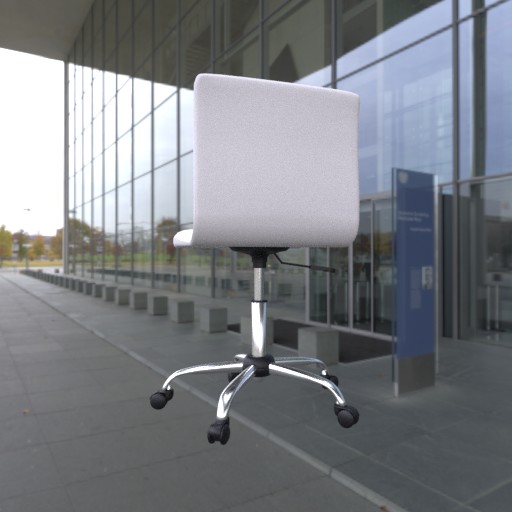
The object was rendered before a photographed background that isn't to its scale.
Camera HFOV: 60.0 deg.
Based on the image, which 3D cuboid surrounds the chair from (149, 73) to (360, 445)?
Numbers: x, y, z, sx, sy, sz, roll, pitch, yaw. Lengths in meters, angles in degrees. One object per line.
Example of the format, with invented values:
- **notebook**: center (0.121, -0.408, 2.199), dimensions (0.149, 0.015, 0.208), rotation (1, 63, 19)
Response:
- **chair**: center (0.000, 0.000, 1.123), dimensions (0.520, 0.750, 0.455), rotation (0, 0, -18)
